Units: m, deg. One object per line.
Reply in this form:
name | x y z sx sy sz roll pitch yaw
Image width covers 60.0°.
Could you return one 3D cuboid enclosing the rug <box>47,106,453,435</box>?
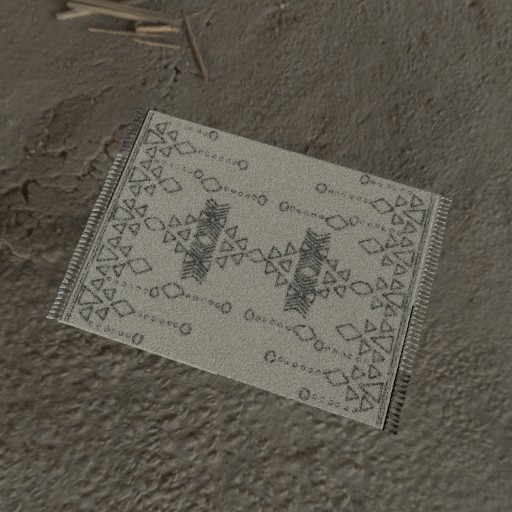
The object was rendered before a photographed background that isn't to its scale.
rug | 0.000 0.000 2.941 2.312 0.013 1.600 17 77 4
